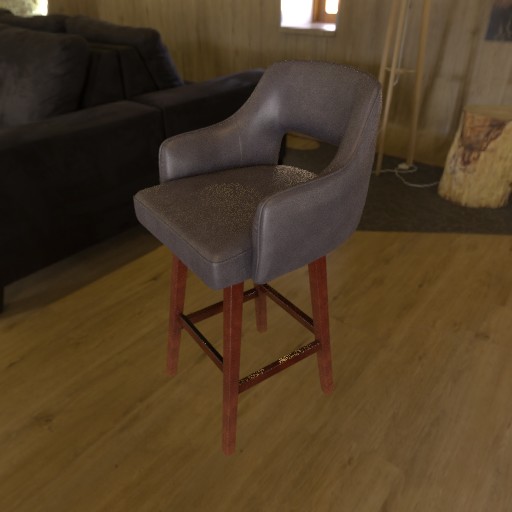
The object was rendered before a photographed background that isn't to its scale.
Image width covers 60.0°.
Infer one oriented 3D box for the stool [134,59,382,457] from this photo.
[{"bbox_3d":[0.000,0.000,1.342,0.560,1.041,0.550,-20,37,-30],"label":"stool"}]
